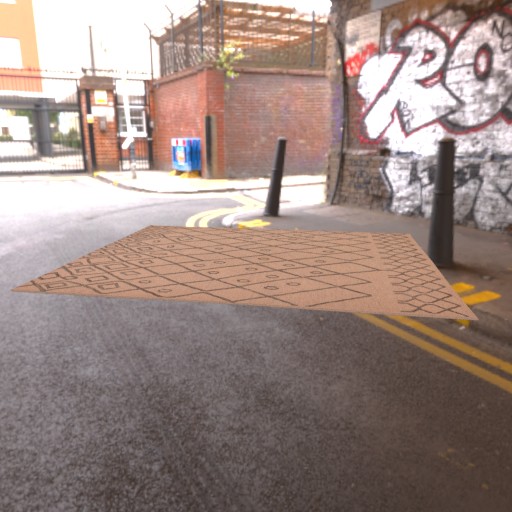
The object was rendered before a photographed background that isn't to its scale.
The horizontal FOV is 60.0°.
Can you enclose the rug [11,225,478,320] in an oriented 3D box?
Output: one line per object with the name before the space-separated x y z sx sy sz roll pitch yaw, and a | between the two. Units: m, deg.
rug | 0.000 0.000 3.990 3.046 0.015 2.446 2 15 9
